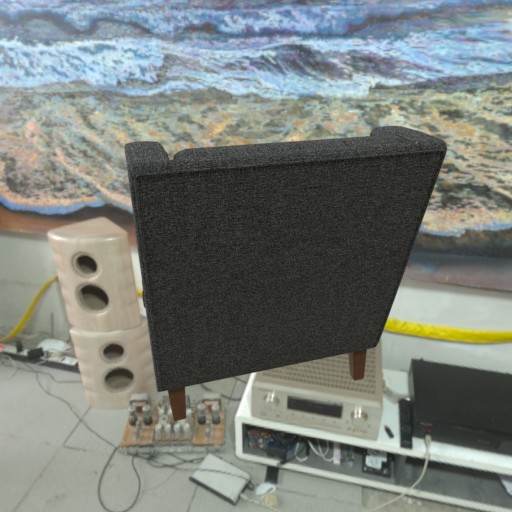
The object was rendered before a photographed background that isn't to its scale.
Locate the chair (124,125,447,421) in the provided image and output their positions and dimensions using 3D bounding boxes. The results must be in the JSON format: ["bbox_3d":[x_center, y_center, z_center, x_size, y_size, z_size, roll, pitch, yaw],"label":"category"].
[{"bbox_3d":[0.000,0.000,1.829,0.942,1.082,0.927,-8,28,-15],"label":"chair"}]
